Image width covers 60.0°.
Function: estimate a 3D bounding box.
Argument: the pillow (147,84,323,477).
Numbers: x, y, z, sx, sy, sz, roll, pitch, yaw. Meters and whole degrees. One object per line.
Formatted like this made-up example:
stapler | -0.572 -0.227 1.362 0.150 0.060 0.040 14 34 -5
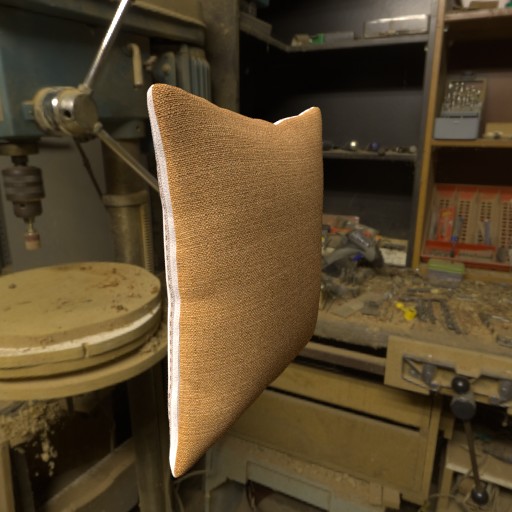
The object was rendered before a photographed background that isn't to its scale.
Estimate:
pillow | 0.000 0.000 0.646 0.147 0.437 0.432 8 18 26
